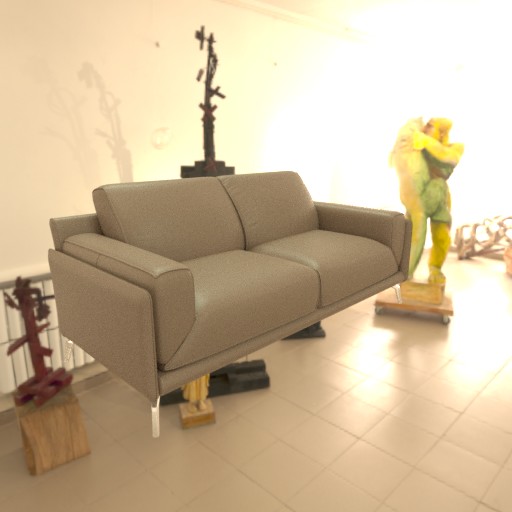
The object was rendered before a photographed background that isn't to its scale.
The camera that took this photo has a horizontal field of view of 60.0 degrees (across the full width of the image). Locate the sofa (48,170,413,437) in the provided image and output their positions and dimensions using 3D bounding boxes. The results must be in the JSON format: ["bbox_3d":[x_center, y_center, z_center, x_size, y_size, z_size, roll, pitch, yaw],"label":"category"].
[{"bbox_3d":[0.000,0.000,2.619,1.049,0.930,2.101,14,20,42],"label":"sofa"}]
